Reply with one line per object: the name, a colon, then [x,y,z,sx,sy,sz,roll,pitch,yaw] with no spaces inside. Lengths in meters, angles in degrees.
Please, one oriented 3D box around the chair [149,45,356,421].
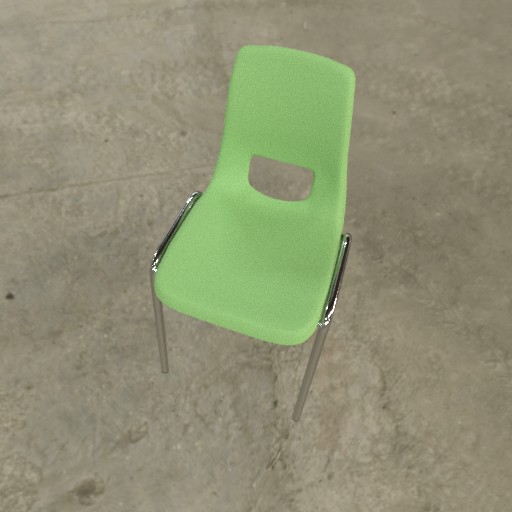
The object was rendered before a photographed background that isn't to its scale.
chair: [0.000,0.000,0.953,0.381,0.704,0.436,17,59,11]
